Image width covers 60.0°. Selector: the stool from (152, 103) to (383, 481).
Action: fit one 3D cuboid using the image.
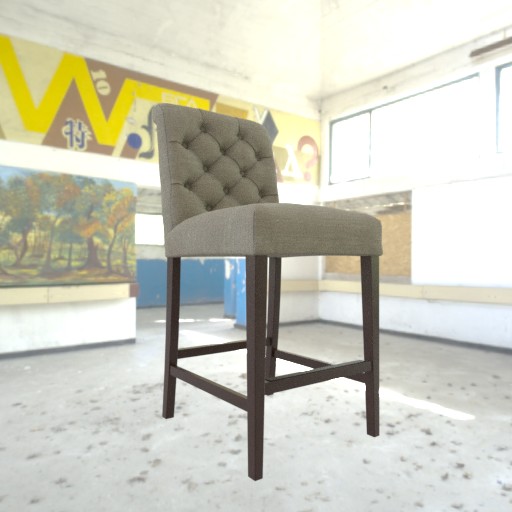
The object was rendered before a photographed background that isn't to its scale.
[{"bbox_3d":[0.000,0.000,1.453,0.486,1.084,0.660,0,0,-36],"label":"stool"}]
